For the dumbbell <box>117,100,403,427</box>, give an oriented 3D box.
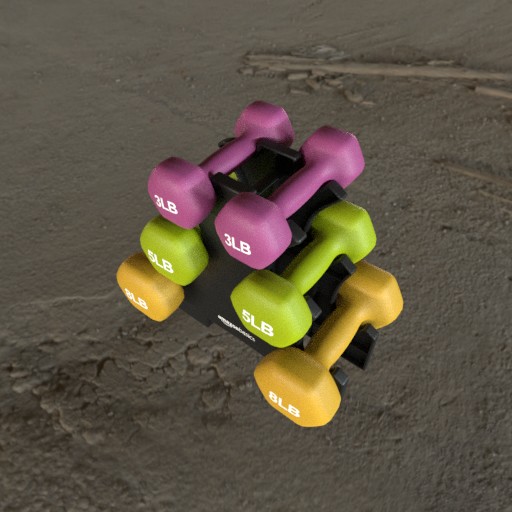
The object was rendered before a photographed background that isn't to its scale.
[{"bbox_3d":[0.000,0.000,0.478,0.300,0.271,0.190,29,53,25],"label":"dumbbell"}]
